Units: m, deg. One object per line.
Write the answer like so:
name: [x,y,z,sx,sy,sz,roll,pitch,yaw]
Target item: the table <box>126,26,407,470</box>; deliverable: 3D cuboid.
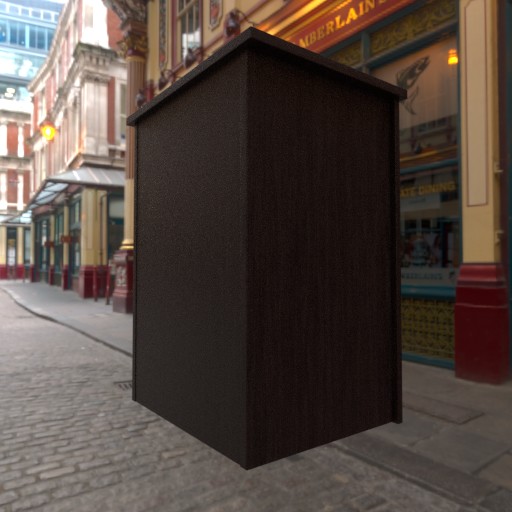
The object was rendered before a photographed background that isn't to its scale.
table: [0.000,0.000,0.925,0.381,0.635,0.480,1,-2,-37]
